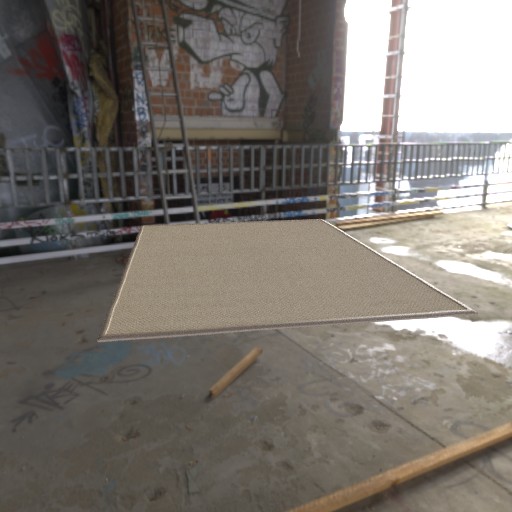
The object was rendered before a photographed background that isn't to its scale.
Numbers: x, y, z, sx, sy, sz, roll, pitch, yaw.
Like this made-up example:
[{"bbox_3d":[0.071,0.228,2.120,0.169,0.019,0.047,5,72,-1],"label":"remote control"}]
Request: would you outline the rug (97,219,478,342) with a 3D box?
[{"bbox_3d":[0.000,0.000,2.701,1.525,0.020,2.081,-3,16,-9],"label":"rug"}]
